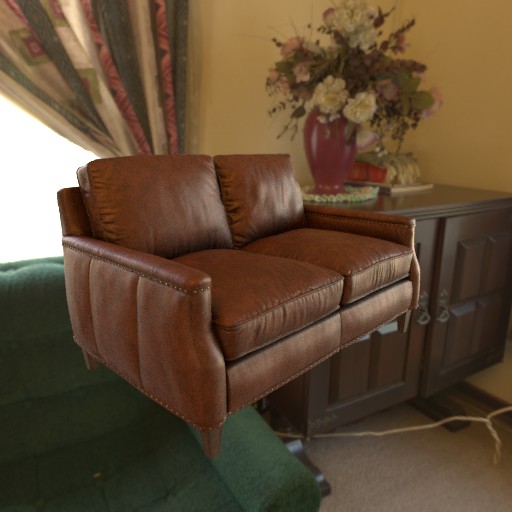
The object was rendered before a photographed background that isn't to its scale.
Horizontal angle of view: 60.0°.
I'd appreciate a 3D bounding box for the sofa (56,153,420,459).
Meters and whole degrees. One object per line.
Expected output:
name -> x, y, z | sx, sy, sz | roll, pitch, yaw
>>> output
sofa -> 0.000, 0.000, 2.249 | 1.083, 1.003, 1.628 | 14, 20, 42
